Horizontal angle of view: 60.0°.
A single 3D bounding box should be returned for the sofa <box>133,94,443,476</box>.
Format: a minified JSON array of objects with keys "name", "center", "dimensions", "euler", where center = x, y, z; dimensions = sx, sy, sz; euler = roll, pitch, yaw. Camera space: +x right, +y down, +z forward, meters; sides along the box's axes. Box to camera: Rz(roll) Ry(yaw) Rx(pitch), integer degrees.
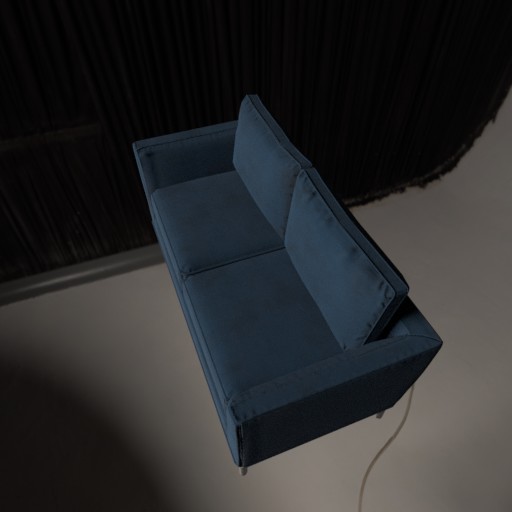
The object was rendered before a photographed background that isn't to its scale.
[{"name":"sofa","center":[0.000,0.000,2.295],"dimensions":[0.853,1.002,1.770],"euler":[-16,50,-14]}]
